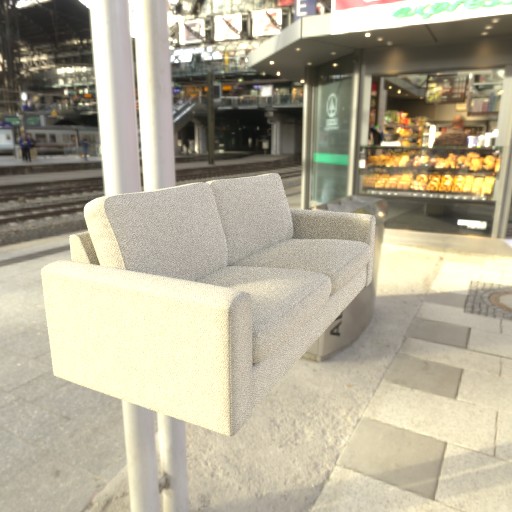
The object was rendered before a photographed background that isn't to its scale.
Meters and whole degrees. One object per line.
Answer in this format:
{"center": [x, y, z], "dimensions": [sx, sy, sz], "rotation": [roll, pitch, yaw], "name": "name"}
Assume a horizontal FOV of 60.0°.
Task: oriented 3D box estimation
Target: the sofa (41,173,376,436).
{"center": [0.000, 0.000, 2.684], "dimensions": [1.016, 0.873, 2.179], "rotation": [7, 16, 27], "name": "sofa"}
